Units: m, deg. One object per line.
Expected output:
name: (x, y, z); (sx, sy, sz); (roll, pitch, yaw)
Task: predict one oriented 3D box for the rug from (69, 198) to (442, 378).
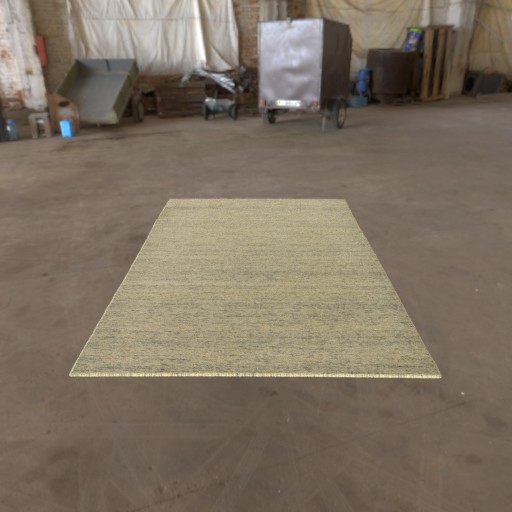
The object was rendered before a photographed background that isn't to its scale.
rug: (0.000, 0.000, 2.294); (1.243, 0.014, 1.846); (0, 26, 0)
